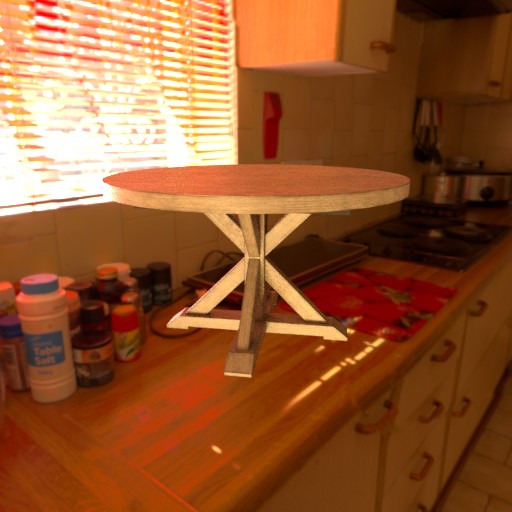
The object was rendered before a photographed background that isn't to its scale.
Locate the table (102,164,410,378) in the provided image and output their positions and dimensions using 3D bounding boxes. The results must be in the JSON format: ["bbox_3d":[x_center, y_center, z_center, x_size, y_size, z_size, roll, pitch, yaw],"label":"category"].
[{"bbox_3d":[0.000,0.000,2.166,1.363,0.781,1.363,0,16,0],"label":"table"}]
